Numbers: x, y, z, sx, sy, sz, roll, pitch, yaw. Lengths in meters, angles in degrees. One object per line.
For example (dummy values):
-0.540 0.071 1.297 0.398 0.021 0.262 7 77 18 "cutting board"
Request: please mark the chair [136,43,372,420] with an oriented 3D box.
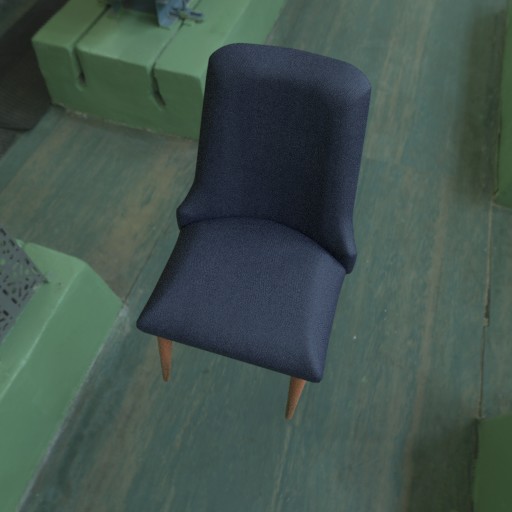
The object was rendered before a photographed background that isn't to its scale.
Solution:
0.000 0.000 1.149 0.504 0.820 0.567 14 60 9 "chair"
